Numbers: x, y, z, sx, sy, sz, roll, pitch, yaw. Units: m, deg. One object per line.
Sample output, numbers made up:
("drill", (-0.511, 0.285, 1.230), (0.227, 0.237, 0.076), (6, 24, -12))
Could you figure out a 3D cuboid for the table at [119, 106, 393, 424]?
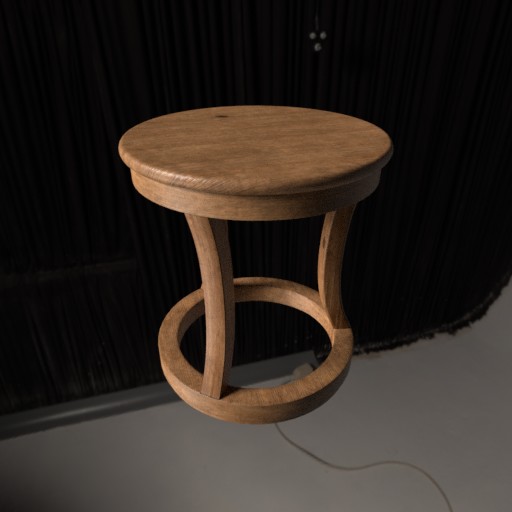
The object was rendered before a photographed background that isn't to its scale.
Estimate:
("table", (0.000, 0.000, 0.831), (0.432, 0.460, 0.432), (0, 30, 0))
